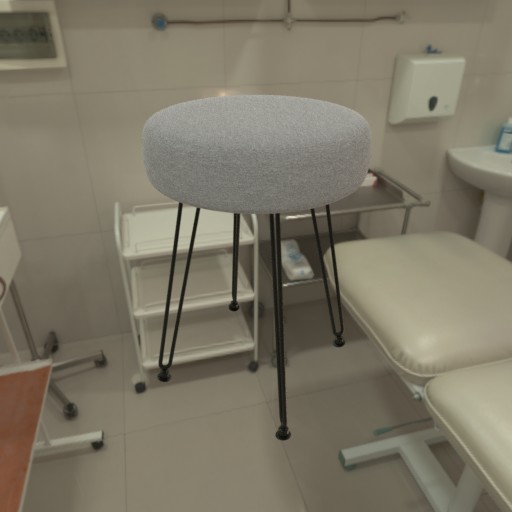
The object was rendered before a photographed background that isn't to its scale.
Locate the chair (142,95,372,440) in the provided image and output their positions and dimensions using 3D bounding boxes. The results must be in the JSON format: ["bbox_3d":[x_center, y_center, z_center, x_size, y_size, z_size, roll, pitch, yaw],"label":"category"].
[{"bbox_3d":[0.000,0.000,0.689,0.350,0.440,0.350,-8,31,-13],"label":"chair"}]
